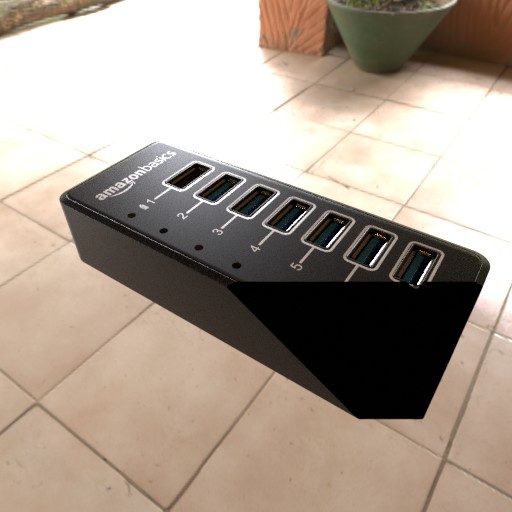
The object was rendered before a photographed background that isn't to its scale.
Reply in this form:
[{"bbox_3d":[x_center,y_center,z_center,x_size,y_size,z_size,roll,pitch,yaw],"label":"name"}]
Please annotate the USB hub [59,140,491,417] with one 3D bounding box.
[{"bbox_3d":[0.000,0.000,0.124,0.110,0.023,0.044,24,48,25],"label":"USB hub"}]
